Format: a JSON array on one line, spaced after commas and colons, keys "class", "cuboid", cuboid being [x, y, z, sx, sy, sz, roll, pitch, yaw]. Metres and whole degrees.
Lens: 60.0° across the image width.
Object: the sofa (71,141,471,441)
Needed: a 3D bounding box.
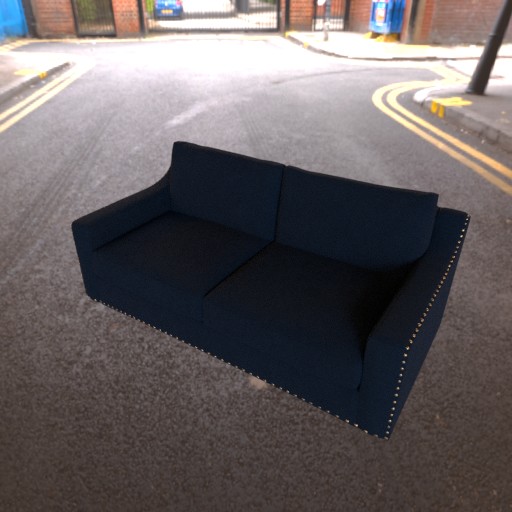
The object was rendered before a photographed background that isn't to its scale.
[{"class": "sofa", "cuboid": [0.000, 0.000, 2.692, 2.107, 0.983, 1.104, 18, 35, 28]}]
